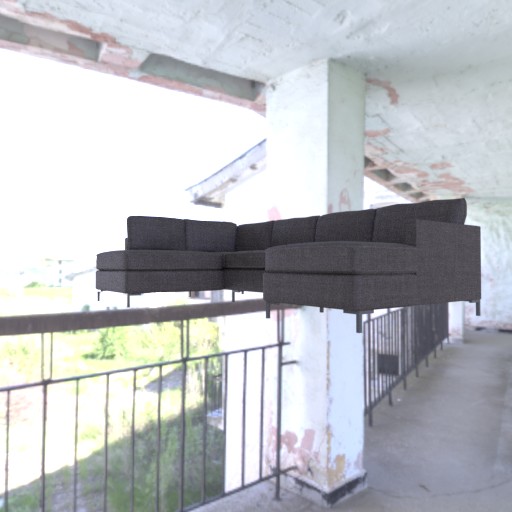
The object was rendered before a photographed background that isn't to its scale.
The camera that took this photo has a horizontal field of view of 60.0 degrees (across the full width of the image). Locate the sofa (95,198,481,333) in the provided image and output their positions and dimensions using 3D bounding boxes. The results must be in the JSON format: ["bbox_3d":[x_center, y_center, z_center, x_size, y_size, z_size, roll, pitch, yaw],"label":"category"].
[{"bbox_3d":[0.000,0.000,4.312,2.048,0.999,3.423,1,-1,-37],"label":"sofa"}]
